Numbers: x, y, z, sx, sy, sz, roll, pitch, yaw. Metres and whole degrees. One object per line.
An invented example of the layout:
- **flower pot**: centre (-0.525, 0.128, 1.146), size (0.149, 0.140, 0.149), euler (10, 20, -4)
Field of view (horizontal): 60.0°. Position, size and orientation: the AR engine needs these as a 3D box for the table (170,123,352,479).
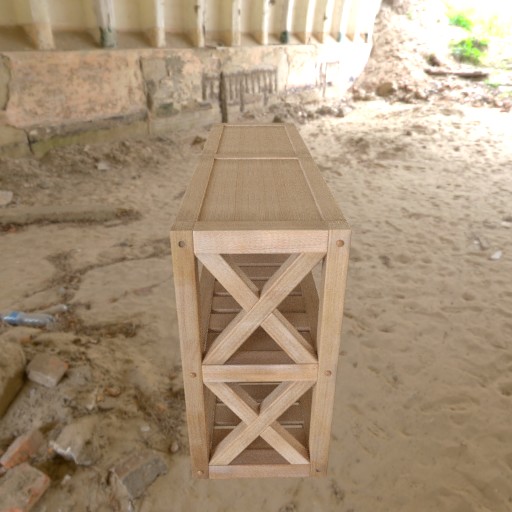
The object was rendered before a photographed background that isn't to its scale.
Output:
- **table**: centre (0.000, 0.000, 1.675), size (0.381, 0.762, 1.320), euler (0, 26, -1)
